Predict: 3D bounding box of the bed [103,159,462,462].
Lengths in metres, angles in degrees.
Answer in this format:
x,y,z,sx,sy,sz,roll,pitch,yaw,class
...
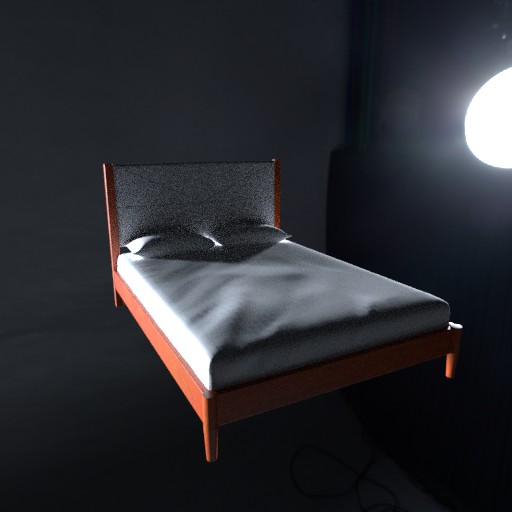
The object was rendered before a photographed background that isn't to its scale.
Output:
x,y,z,sx,sy,sz,roll,pitch,yaw,class
0.000,0.000,3.004,1.566,1.165,2.117,-8,17,-26,bed
